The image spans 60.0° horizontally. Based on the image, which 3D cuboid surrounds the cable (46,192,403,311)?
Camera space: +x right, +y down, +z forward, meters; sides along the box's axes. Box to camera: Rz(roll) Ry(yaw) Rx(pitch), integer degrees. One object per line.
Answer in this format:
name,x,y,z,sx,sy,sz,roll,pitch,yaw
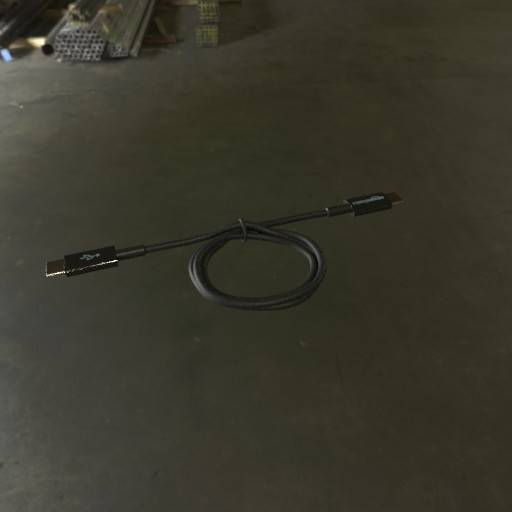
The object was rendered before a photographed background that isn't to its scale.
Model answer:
cable,0.000,0.000,0.226,0.203,0.014,0.070,-13,43,-14
